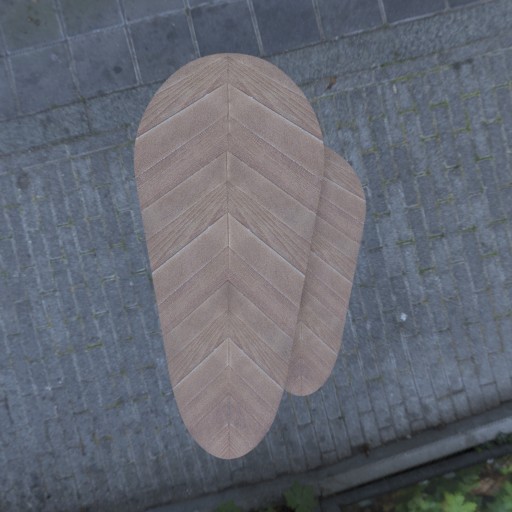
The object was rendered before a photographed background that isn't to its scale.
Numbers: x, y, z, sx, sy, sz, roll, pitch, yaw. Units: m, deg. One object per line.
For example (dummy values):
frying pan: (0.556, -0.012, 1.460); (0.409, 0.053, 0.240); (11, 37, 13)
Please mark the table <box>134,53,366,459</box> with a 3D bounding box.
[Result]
table: (0.000, 0.000, 1.592); (0.701, 0.595, 1.190); (0, 91, 2)
